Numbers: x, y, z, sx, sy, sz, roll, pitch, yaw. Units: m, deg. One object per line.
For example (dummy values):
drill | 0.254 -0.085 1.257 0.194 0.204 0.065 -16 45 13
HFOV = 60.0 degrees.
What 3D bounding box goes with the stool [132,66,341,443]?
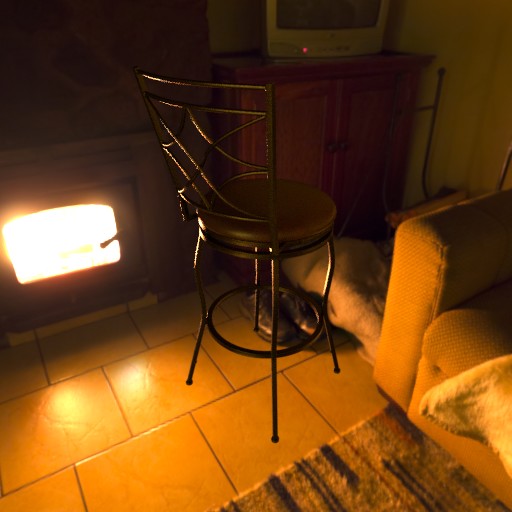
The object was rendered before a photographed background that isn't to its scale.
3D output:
stool | 0.000 0.000 1.402 0.434 1.117 0.534 21 36 33
